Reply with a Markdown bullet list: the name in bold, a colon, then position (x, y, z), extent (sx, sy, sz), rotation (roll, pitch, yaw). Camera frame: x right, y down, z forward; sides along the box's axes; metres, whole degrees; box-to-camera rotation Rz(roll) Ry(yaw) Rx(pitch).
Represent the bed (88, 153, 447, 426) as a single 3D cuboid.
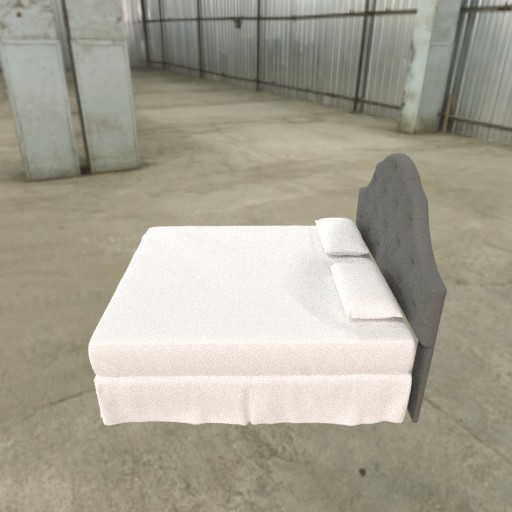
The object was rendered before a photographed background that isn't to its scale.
- **bed**: position (0.000, 0.000, 3.560), extent (2.214, 1.615, 2.008), rotation (0, 27, -1)
